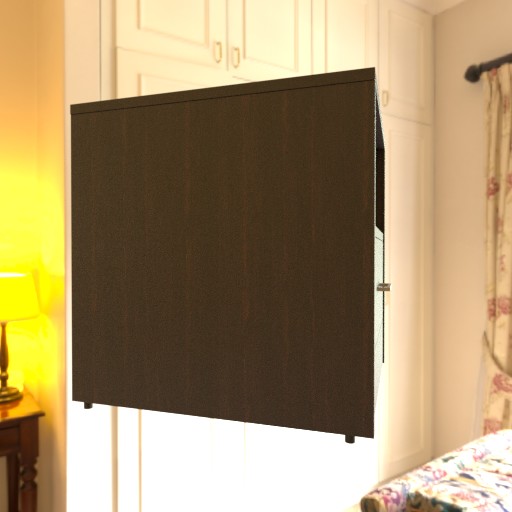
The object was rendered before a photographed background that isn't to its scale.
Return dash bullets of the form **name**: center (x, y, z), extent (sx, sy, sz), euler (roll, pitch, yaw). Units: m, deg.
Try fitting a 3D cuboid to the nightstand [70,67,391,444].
- **nightstand**: center (0.000, 0.000, 0.791), extent (0.461, 0.460, 0.400), euler (0, 1, 18)
